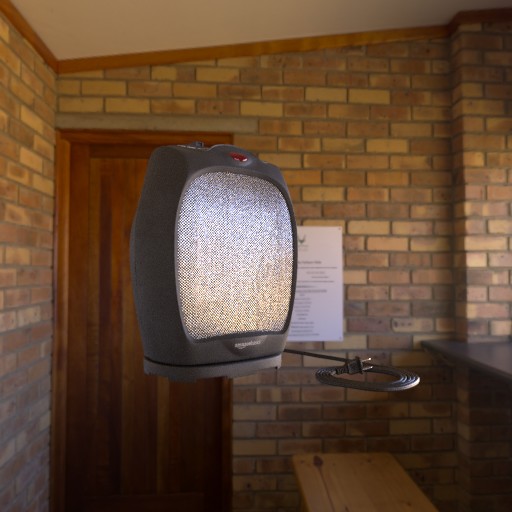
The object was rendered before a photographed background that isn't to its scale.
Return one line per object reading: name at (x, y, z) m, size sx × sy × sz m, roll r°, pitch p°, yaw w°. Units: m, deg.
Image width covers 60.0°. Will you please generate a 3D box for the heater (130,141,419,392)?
heater at (0.000, 0.000, 0.491) m, size 0.239 × 0.255 × 0.291 m, roll 1°, pitch -2°, yaw -35°
